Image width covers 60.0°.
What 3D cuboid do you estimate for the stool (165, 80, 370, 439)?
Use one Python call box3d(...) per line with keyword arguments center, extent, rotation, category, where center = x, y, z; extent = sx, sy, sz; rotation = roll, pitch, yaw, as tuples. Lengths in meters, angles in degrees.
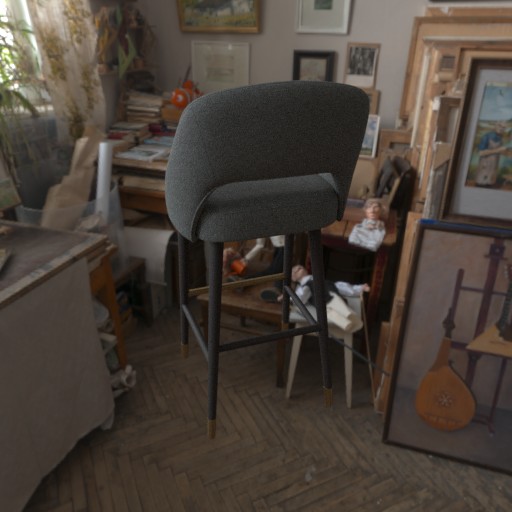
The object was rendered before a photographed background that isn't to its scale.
box3d(center=(0.000, 0.000, 1.416), extent=(0.536, 1.089, 0.524), rotation=(-9, 28, -17), category="stool")
